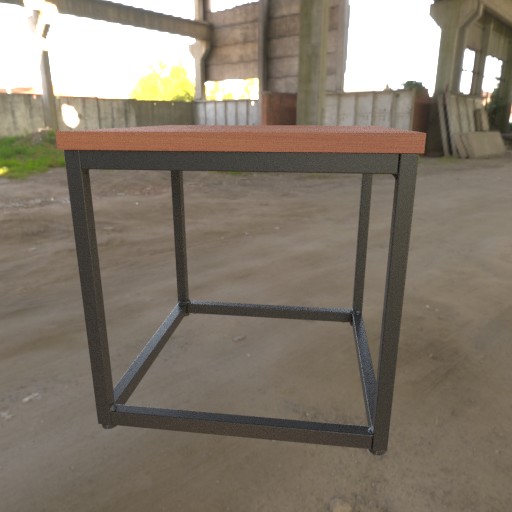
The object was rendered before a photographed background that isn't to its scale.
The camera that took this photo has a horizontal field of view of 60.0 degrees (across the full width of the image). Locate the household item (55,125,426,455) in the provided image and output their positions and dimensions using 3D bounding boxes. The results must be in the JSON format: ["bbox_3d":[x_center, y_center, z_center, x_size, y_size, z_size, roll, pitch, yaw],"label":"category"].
[{"bbox_3d":[0.000,0.000,0.720,0.400,0.400,0.400,2,18,7],"label":"household item"}]
